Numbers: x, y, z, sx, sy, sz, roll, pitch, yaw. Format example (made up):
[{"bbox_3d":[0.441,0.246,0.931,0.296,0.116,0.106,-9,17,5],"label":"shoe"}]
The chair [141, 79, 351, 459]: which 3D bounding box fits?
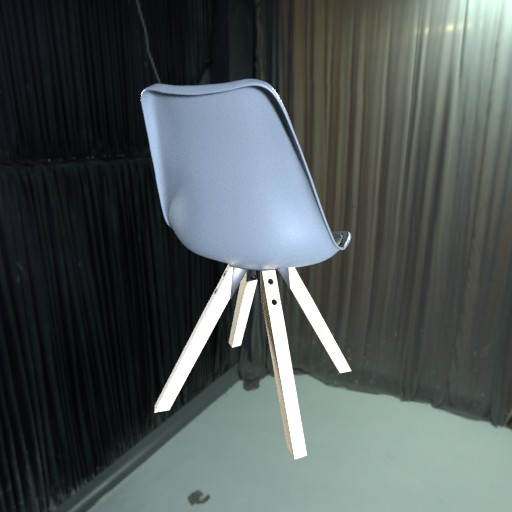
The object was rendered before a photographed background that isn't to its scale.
[{"bbox_3d":[0.000,0.000,1.213,0.485,0.850,0.550,8,18,25],"label":"chair"}]
